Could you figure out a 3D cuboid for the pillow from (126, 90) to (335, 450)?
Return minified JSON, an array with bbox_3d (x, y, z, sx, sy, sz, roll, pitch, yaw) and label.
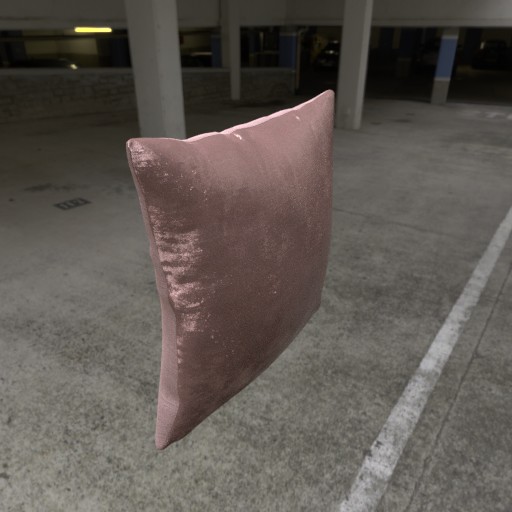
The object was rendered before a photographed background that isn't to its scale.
[{"bbox_3d":[0.000,0.000,0.711,0.175,0.464,0.470,18,33,30],"label":"pillow"}]
